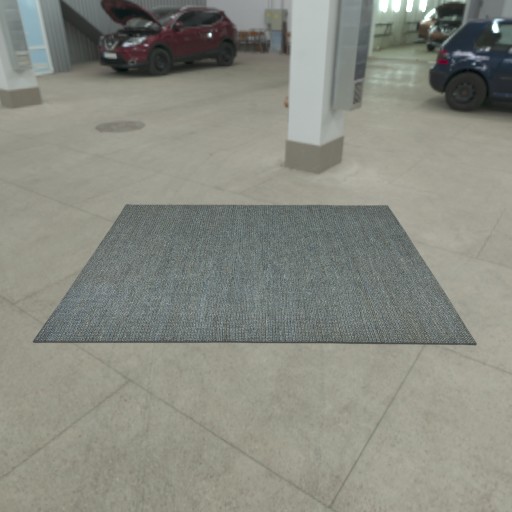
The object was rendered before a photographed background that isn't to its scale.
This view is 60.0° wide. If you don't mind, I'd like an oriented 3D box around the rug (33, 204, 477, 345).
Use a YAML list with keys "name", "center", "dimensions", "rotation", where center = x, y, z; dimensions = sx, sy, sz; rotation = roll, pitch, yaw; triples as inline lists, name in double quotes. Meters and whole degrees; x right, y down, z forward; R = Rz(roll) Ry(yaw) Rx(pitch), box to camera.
- name: "rug"
  center: [0.000, 0.000, 4.112]
  dimensions: [3.068, 0.021, 2.456]
  rotation: [0, 29, 0]
